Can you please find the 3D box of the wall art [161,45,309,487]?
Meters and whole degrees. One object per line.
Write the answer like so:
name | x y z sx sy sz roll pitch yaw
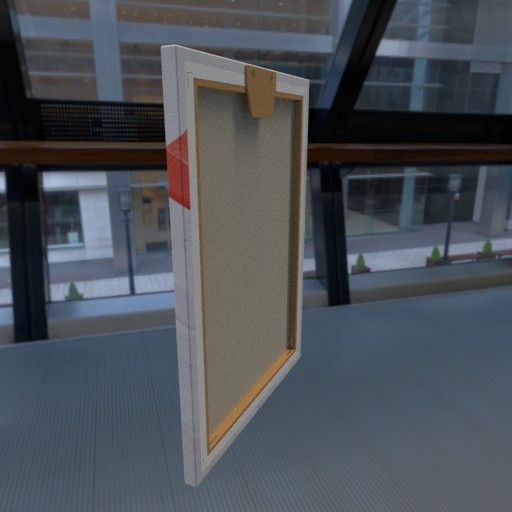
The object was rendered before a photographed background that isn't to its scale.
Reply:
wall art | 0.000 0.000 1.075 0.036 0.848 0.613 8 18 25
